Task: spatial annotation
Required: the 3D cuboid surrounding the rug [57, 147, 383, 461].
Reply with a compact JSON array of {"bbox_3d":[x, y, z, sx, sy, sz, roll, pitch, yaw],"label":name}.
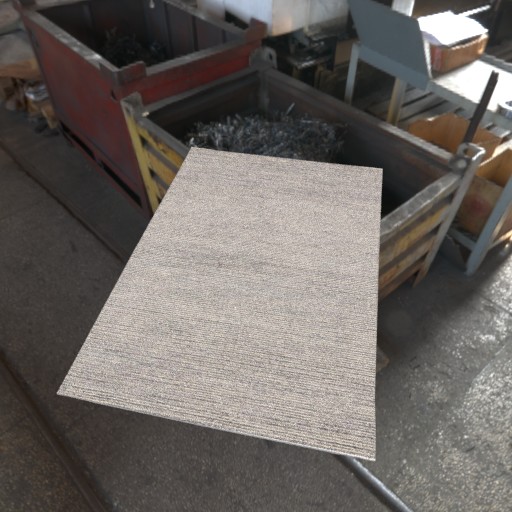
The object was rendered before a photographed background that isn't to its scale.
[{"bbox_3d":[0.000,0.000,2.913,1.604,0.030,2.307,9,47,8],"label":"rug"}]
